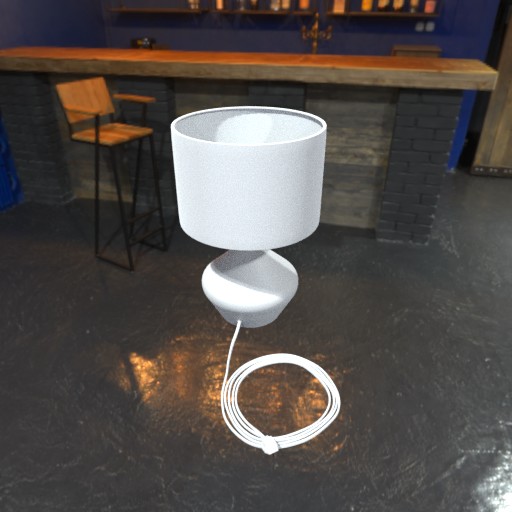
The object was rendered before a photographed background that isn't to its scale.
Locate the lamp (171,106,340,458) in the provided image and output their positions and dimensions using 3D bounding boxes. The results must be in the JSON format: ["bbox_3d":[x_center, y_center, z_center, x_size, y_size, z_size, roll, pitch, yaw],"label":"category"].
[{"bbox_3d":[0.000,0.000,0.877,0.401,0.457,0.546,8,31,13],"label":"lamp"}]
